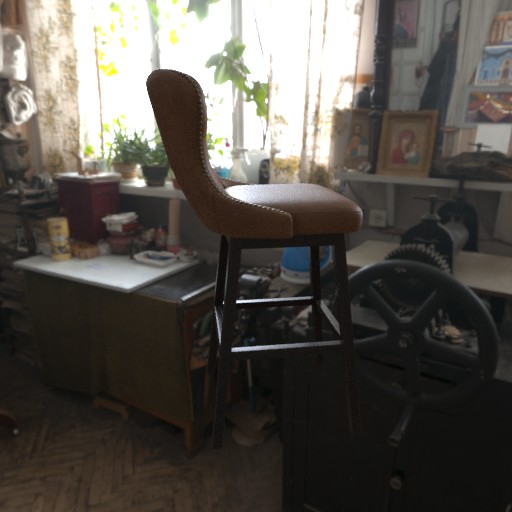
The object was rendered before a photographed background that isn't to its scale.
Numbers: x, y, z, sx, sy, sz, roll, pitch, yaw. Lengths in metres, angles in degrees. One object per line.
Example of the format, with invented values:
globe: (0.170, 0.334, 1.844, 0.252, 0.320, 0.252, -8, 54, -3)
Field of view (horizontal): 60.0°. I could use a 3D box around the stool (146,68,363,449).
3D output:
stool: (0.000, 0.000, 1.389, 0.601, 1.050, 0.528, -2, 17, -8)
